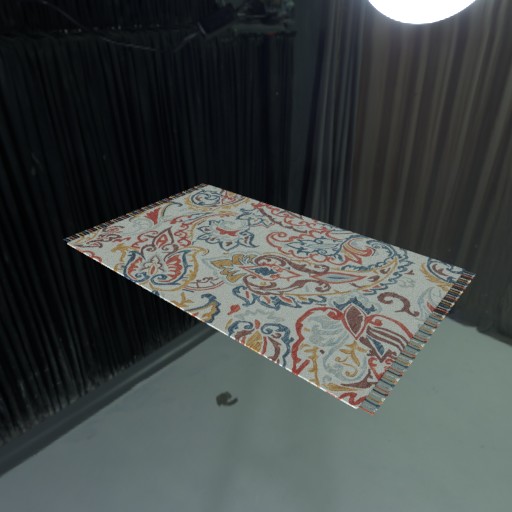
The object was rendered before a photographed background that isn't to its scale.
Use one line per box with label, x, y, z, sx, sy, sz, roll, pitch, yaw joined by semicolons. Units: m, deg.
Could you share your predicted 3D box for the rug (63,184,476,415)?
rug;0.000;0.000;3.179;2.584;0.010;1.523;23;37;33
